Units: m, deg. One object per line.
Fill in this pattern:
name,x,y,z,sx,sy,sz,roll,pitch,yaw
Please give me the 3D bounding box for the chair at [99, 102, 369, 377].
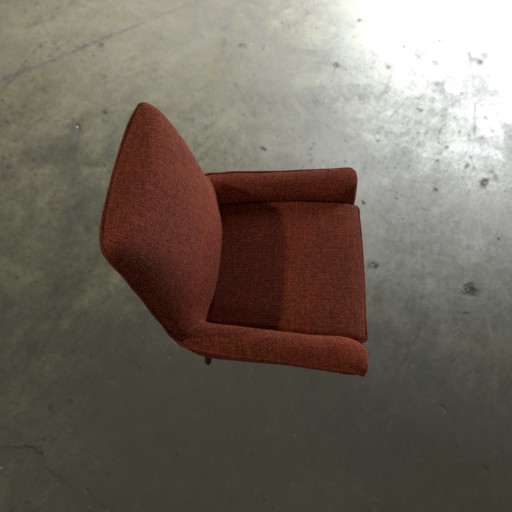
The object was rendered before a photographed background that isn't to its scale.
chair,0.000,0.000,1.559,0.784,0.911,0.803,3,62,2
